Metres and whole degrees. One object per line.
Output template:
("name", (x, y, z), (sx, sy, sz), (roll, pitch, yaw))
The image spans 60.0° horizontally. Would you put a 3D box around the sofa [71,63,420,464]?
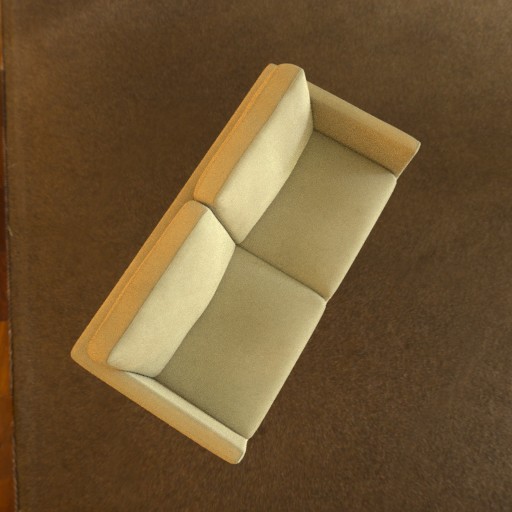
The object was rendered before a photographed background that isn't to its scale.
("sofa", (0.000, 0.000, 2.416), (0.950, 0.940, 1.846), (31, 78, 7))
